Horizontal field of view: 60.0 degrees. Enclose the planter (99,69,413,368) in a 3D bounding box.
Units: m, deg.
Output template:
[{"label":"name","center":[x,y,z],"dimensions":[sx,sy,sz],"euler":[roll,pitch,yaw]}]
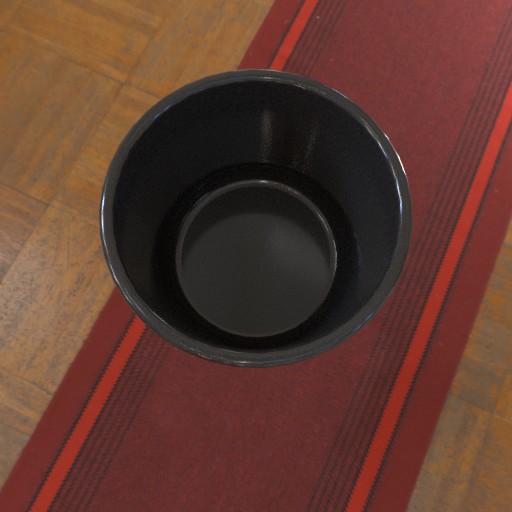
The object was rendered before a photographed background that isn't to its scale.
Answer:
[{"label":"planter","center":[0.000,0.000,0.523],"dimensions":[0.251,0.355,0.251],"euler":[-19,78,-4]}]
